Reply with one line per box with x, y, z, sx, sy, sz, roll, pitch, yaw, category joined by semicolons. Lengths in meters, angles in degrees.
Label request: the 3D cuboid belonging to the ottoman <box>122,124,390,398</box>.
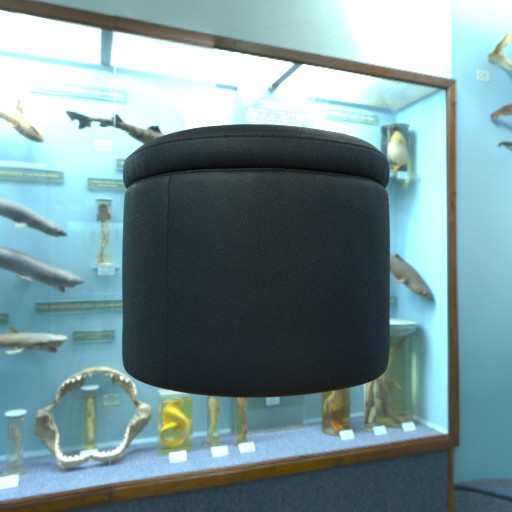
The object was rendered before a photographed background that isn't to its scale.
0.000;0.000;0.867;0.501;0.409;0.501;0;-1;0;ottoman
